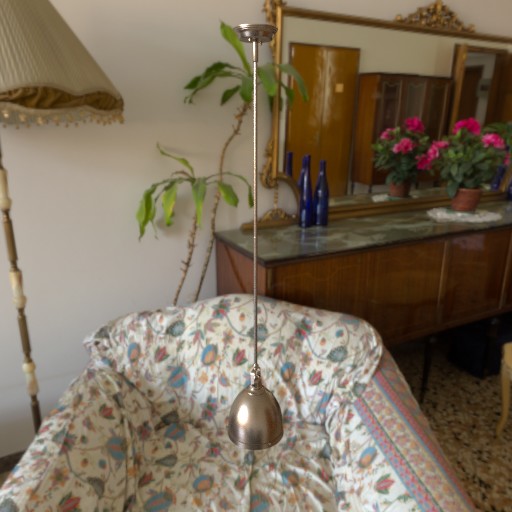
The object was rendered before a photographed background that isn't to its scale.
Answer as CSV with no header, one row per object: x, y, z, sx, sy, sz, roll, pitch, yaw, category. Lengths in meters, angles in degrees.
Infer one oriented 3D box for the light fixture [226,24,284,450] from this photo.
0.000,0.000,1.474,0.211,1.367,0.217,8,18,25,light fixture
